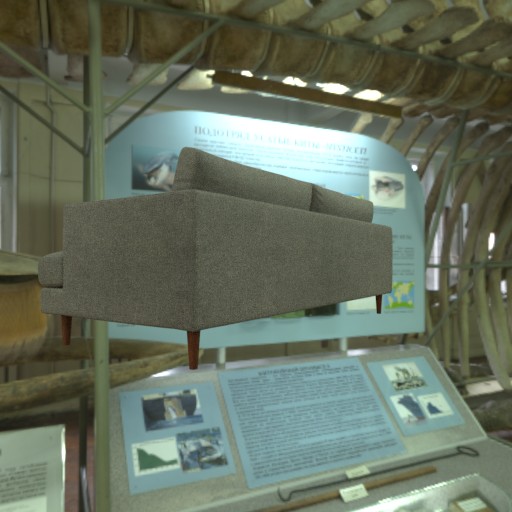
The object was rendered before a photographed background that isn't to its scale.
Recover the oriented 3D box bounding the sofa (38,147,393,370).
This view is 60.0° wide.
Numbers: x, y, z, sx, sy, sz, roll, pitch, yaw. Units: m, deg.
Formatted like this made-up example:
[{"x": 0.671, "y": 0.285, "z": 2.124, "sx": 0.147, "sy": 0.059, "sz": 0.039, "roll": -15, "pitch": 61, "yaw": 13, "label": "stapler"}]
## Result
[{"x": 0.000, "y": 0.000, "z": 2.766, "sx": 1.020, "sy": 0.868, "sz": 2.250, "roll": 0, "pitch": -1, "yaw": 35, "label": "sofa"}]
